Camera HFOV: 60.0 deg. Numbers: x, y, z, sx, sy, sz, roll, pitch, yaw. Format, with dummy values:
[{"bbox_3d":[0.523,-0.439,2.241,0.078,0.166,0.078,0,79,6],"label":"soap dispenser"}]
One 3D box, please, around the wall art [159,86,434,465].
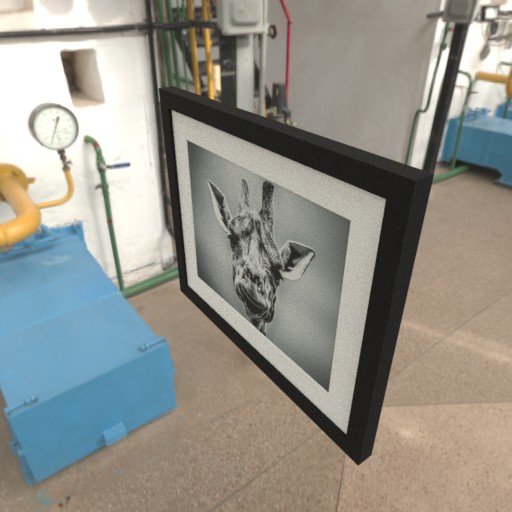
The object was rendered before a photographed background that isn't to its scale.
[{"bbox_3d":[0.000,0.000,0.748,0.031,0.457,0.558,-21,37,-31],"label":"wall art"}]
